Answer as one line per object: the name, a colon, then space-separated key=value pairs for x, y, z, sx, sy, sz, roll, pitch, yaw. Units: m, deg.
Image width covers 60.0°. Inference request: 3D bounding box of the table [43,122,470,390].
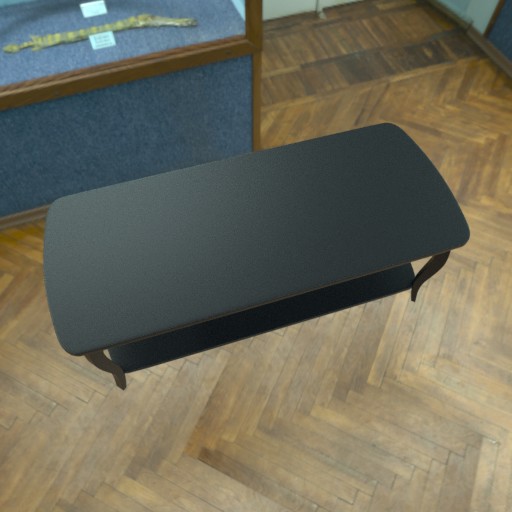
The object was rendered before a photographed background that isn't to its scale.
table: x=0.000 y=0.000 z=1.624 sx=1.333 sy=0.457 sz=0.571 roll=-15 pitch=60 yaw=-9
